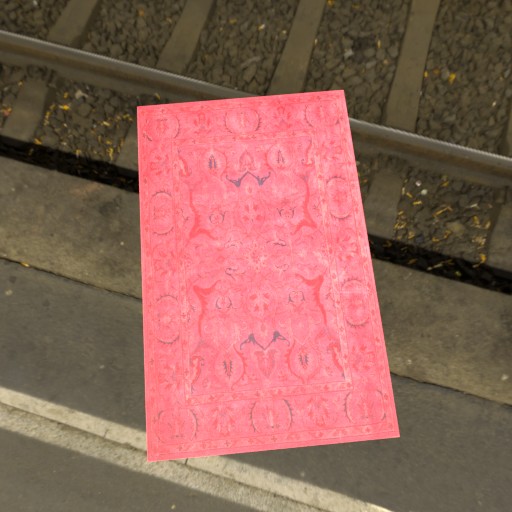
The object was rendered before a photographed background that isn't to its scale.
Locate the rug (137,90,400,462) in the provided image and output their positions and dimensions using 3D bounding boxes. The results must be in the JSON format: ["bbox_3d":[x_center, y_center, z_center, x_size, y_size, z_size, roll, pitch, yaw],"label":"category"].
[{"bbox_3d":[0.000,0.000,2.980,1.534,0.010,2.423,-5,76,-1],"label":"rug"}]
